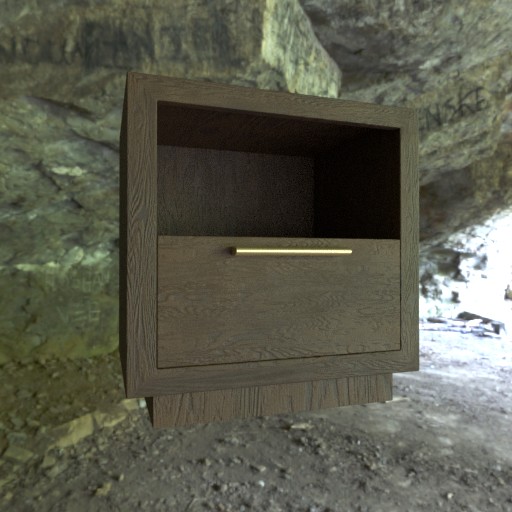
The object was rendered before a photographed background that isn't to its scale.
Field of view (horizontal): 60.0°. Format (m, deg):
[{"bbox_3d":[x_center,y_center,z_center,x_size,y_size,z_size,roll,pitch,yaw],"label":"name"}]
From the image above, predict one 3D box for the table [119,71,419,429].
[{"bbox_3d":[0.000,0.000,0.969,0.560,0.585,0.439,0,-1,-19],"label":"table"}]
